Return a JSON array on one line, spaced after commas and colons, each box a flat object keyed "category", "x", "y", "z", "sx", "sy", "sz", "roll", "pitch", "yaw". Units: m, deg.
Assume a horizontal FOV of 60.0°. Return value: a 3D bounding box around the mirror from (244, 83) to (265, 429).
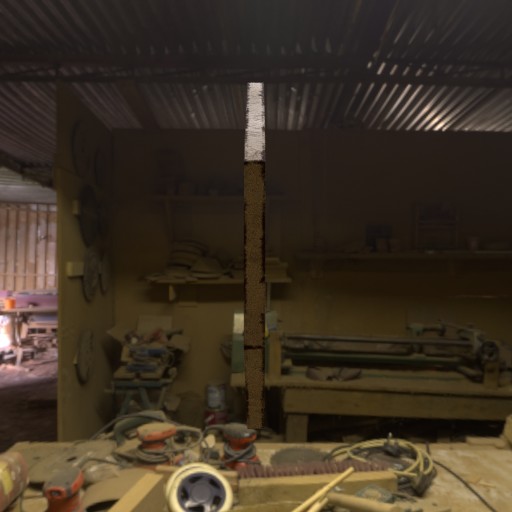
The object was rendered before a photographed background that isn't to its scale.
[{"category": "mirror", "x": 0.000, "y": 0.000, "z": 0.961, "sx": 0.031, "sy": 0.648, "sz": 0.648, "roll": 0, "pitch": 0, "yaw": 0}]
